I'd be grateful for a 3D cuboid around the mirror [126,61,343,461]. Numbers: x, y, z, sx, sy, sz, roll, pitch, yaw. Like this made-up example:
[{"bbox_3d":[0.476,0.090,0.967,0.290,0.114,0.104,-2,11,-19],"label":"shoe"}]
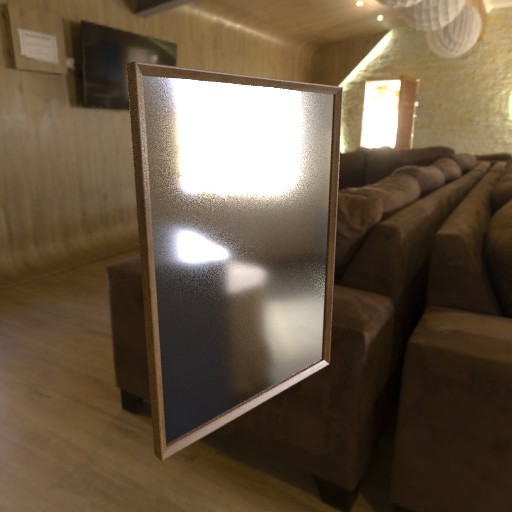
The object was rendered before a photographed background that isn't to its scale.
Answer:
[{"bbox_3d":[0.000,0.000,1.351,0.762,1.016,0.041,-14,21,-42],"label":"mirror"}]
